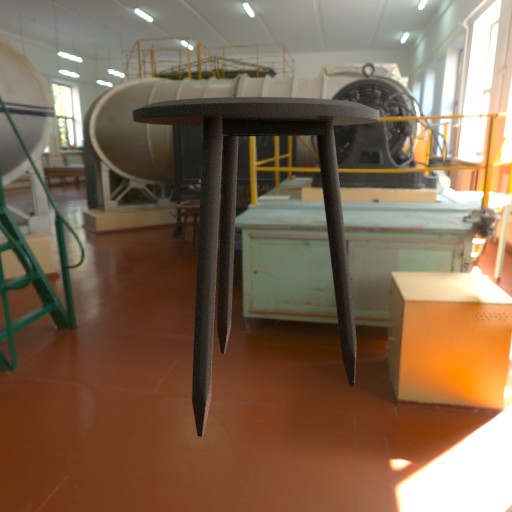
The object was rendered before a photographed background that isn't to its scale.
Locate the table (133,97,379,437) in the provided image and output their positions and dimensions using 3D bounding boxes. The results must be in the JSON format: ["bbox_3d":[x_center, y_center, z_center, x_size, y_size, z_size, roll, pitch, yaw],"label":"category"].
[{"bbox_3d":[0.000,0.000,0.920,0.457,0.585,0.457,0,14,0],"label":"table"}]
